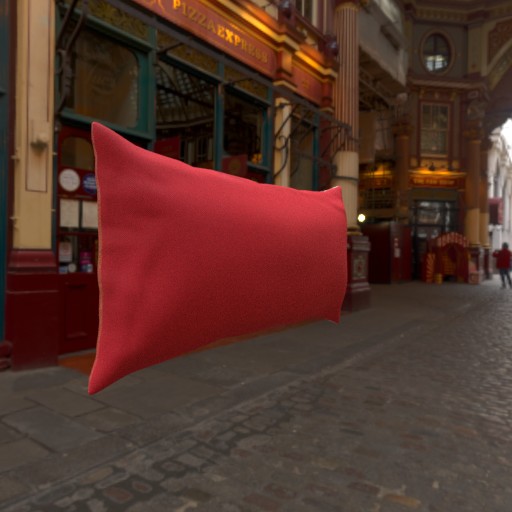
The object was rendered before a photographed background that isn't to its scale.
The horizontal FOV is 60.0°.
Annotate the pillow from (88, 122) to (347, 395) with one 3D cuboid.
[{"bbox_3d":[0.000,0.000,0.717,0.151,0.297,0.608,0,1,36],"label":"pillow"}]
